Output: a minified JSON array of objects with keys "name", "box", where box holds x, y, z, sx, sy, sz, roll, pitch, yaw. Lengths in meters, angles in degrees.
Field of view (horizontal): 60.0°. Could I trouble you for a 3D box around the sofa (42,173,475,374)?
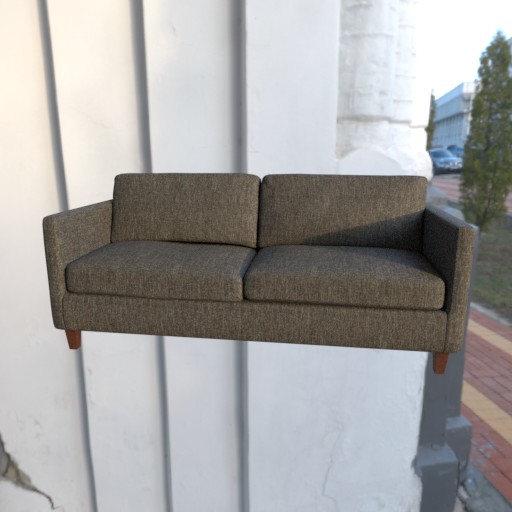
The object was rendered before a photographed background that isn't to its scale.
[{"name":"sofa","box":[0.000,0.000,2.688,2.208,0.960,0.948,2,14,8]}]
